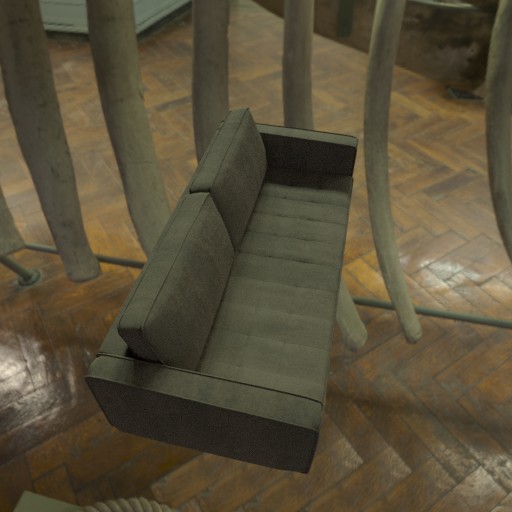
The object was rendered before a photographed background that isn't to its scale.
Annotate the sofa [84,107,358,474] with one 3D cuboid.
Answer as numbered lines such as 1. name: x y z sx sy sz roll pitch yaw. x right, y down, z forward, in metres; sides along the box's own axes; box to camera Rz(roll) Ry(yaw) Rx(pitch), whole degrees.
1. sofa: 0.000 0.000 2.367 0.924 0.825 1.920 10 48 9
